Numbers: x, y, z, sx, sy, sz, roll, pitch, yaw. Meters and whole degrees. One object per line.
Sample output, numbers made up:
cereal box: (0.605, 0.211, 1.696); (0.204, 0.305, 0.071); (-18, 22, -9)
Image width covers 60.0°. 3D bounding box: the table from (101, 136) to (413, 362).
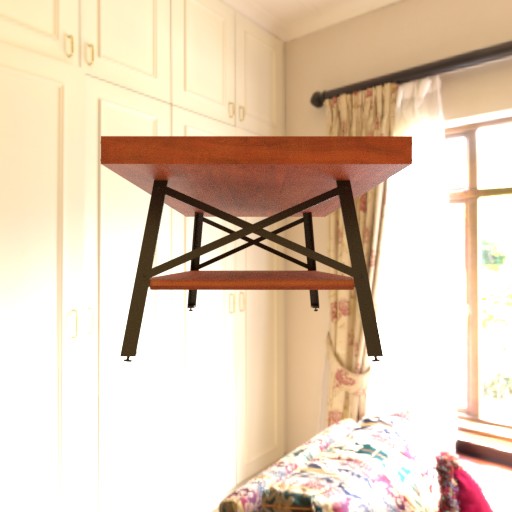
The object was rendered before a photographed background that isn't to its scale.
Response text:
table: (0.000, 0.000, 1.393); (0.610, 0.457, 1.067); (0, 0, 0)
